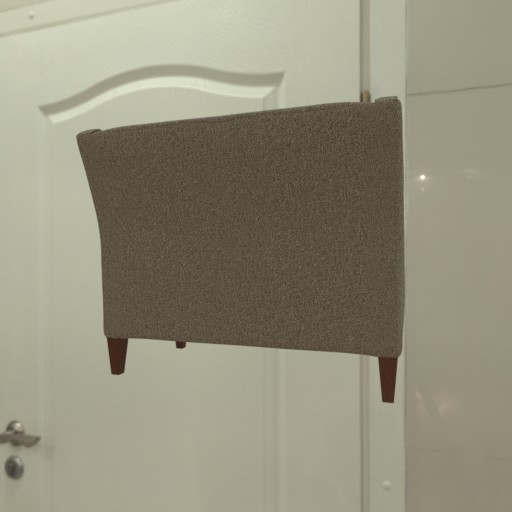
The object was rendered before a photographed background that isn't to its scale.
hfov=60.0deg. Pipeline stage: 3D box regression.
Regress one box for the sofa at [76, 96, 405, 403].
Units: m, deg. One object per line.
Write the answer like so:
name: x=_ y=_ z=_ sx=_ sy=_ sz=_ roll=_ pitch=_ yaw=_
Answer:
sofa: x=0.000 y=0.000 z=1.947 sx=1.242 sy=1.026 sz=0.862 roll=0 pitch=0 yaw=19
